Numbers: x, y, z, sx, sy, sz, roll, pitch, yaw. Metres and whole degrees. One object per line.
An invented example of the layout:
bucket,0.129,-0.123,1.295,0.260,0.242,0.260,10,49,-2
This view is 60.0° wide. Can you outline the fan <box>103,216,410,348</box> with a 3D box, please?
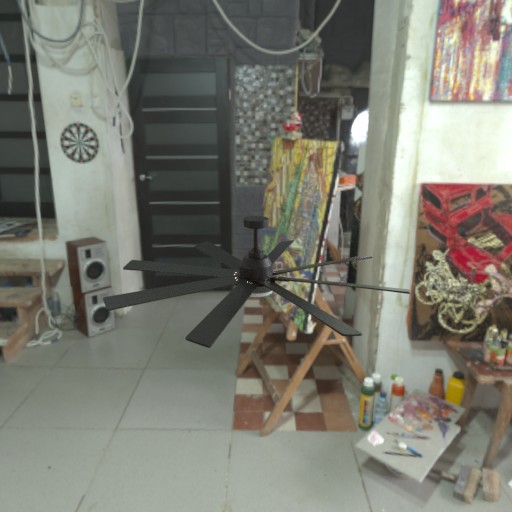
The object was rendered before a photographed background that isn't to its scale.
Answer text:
fan,0.000,0.000,2.739,1.830,0.472,1.830,-9,19,-27
